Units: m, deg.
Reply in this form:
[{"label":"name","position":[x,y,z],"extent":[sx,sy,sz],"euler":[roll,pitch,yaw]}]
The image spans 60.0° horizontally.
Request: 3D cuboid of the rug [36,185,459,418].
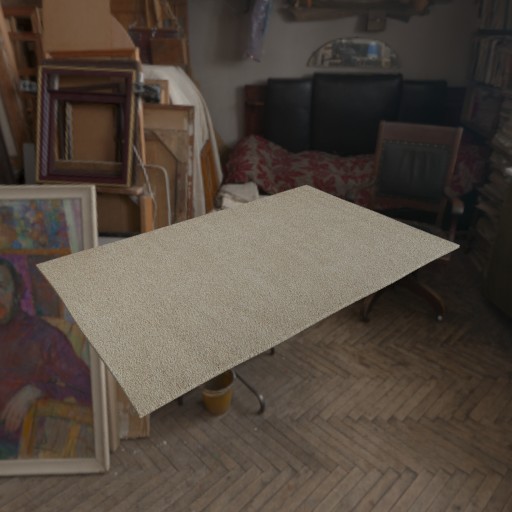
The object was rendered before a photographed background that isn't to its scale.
[{"label":"rug","position":[0.000,0.000,2.906],"extent":[2.346,0.025,1.500],"euler":[-21,35,-33]}]
